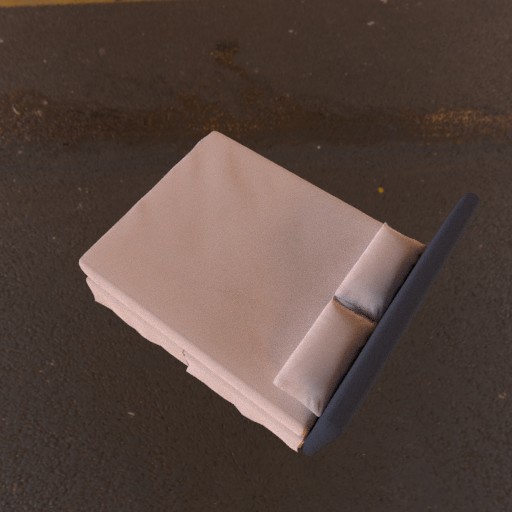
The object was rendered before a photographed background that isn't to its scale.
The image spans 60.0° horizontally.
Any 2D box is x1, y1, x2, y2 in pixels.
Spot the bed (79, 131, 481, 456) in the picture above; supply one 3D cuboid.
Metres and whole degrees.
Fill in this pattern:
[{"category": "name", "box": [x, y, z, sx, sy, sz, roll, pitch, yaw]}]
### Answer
[{"category": "bed", "box": [0.000, 0.000, 3.180, 2.162, 1.330, 1.713, 33, 66, 16]}]
